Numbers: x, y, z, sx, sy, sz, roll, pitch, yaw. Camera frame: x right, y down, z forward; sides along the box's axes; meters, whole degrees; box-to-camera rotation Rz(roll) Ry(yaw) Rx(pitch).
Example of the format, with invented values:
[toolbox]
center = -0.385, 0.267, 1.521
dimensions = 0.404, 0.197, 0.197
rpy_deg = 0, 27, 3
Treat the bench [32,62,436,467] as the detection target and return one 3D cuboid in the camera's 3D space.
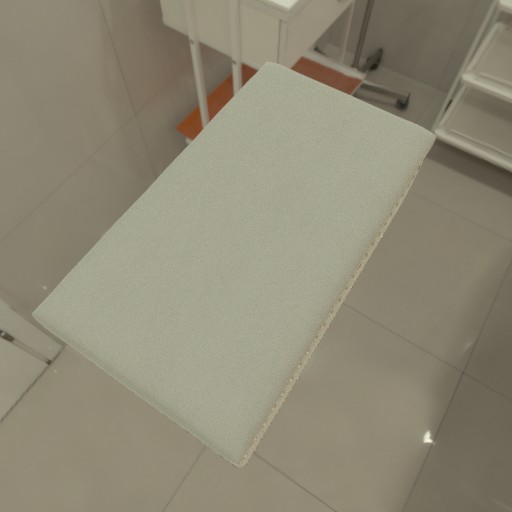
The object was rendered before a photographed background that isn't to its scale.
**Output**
[bench]
center = 0.000, 0.000, 1.161
dimensions = 0.500, 0.449, 0.887
rpy_deg = 30, 66, 15
